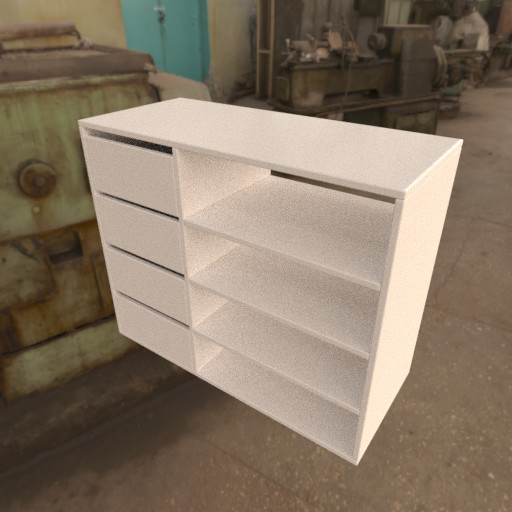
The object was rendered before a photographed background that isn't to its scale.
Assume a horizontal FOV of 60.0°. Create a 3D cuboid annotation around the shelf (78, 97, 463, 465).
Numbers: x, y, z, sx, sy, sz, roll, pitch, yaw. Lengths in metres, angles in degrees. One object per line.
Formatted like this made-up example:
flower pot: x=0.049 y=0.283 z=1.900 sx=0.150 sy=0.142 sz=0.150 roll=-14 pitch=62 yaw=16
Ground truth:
shelf: x=0.000 y=0.000 z=1.289 sx=0.895 sy=0.732 sz=0.396 roll=19 pitch=35 yaw=30
